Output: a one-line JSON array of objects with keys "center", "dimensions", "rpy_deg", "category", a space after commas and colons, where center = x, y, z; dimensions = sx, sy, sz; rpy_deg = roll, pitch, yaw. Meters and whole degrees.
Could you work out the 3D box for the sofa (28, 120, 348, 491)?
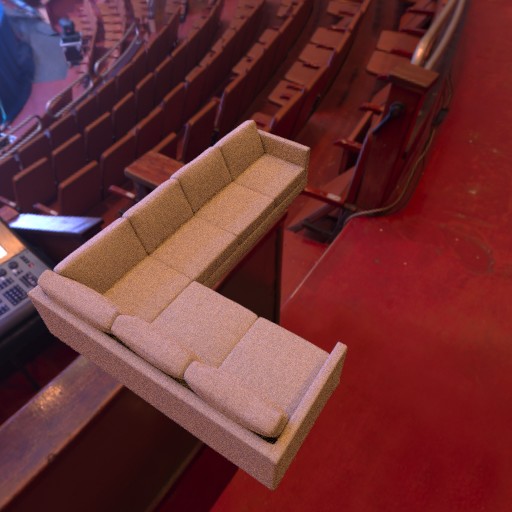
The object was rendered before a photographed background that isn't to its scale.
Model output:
[{"center": [0.000, 0.000, 4.249], "dimensions": [2.432, 0.863, 3.182], "rpy_deg": [26, 52, 22], "category": "sofa"}]
